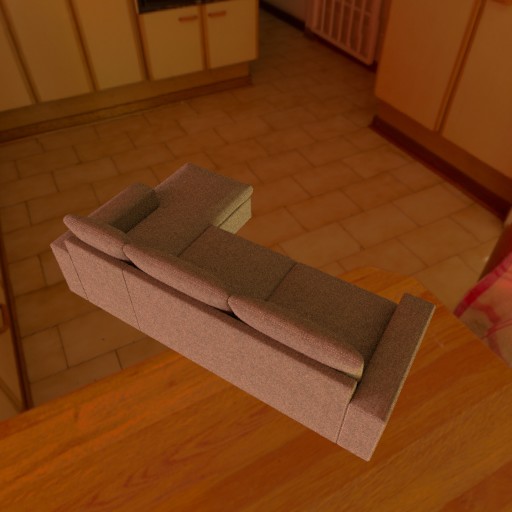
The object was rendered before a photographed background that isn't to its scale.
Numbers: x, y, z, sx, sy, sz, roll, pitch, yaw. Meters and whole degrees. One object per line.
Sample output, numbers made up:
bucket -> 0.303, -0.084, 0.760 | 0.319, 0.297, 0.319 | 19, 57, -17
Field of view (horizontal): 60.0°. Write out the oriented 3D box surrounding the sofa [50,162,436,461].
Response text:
sofa -> 0.000, 0.000, 3.520 | 2.718, 0.940, 1.689 | 24, 50, 22
